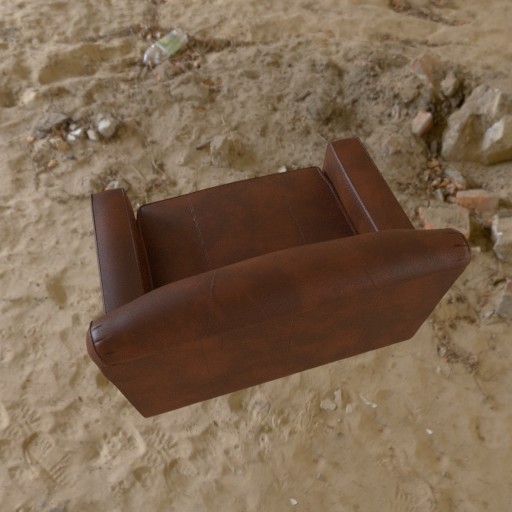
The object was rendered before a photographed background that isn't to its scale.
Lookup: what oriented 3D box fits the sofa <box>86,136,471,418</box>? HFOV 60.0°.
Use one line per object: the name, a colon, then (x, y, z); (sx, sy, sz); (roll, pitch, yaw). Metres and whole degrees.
sofa: (0.000, 0.000, 2.087); (1.413, 0.956, 1.000); (-14, 58, -9)
